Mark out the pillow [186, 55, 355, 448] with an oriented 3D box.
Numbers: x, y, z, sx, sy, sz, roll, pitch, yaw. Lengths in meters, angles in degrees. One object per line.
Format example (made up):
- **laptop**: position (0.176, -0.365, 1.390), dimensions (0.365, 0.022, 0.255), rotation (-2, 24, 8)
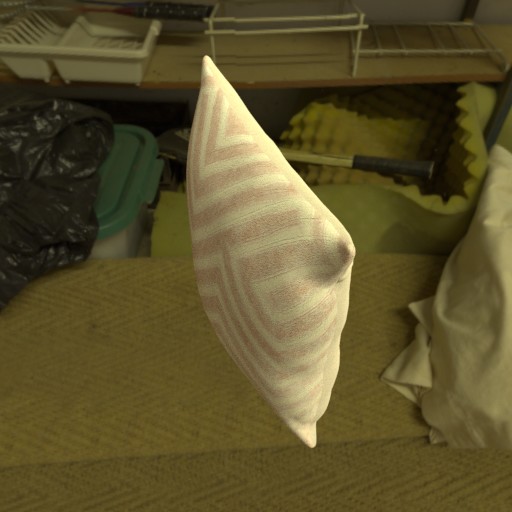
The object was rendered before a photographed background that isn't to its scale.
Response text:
- **pillow**: position (0.000, 0.000, 0.664), dimensions (0.182, 0.441, 0.440), rotation (-16, 47, -15)
